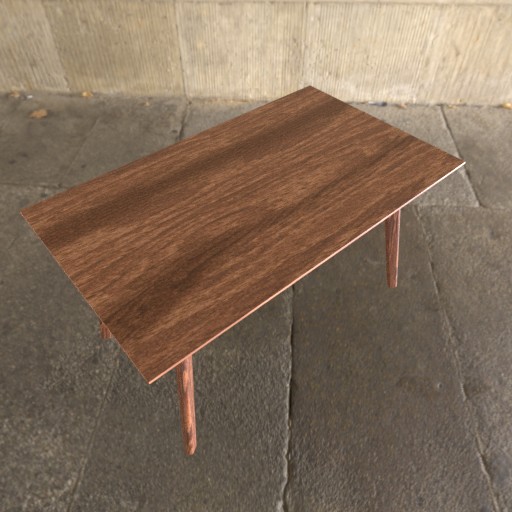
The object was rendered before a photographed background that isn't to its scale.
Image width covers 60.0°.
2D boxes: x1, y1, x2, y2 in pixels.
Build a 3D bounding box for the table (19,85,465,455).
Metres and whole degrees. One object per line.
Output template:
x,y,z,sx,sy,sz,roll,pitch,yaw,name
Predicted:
0.000,0.000,1.803,1.349,0.724,0.801,-32,55,-27,table
